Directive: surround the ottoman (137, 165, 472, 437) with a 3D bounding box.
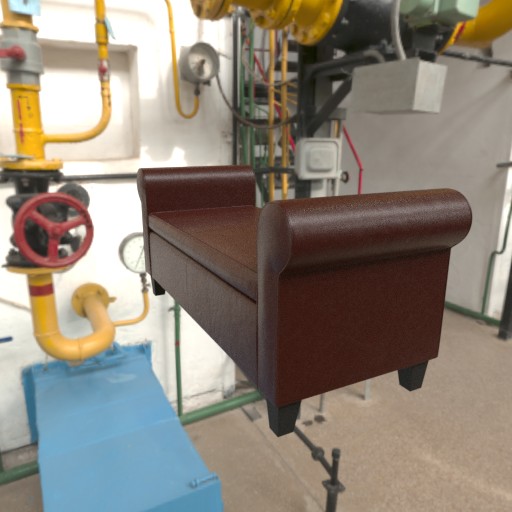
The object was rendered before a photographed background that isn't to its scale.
[{"bbox_3d":[0.000,0.000,1.524,0.521,0.547,1.256,-8,17,-26],"label":"ottoman"}]
